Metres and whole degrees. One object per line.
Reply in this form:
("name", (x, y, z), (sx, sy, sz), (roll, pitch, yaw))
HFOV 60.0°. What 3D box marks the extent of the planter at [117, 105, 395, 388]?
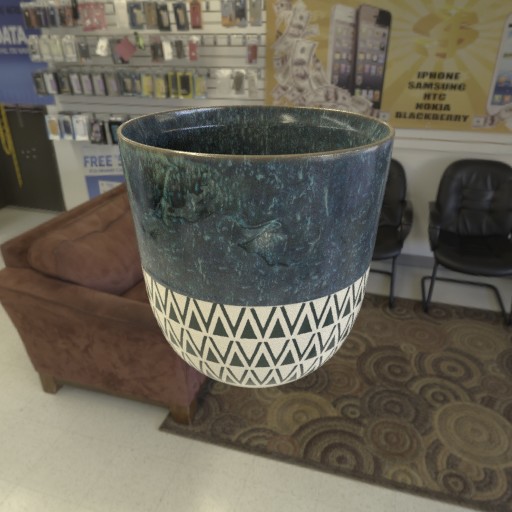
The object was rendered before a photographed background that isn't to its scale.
("planter", (0.000, 0.000, 0.368), (0.195, 0.214, 0.195), (0, 26, 0))
